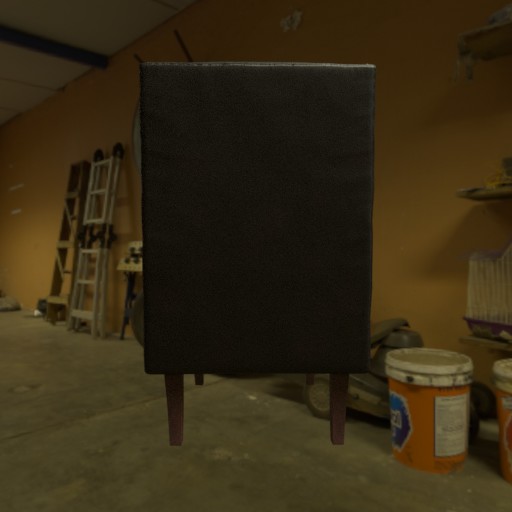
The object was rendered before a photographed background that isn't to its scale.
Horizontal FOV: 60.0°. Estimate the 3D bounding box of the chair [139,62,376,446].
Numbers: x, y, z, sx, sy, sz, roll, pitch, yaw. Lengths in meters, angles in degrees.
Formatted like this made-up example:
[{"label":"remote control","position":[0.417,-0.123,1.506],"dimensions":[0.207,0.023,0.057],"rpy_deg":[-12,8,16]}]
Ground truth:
[{"label":"chair","position":[0.000,0.000,1.653],"dimensions":[0.703,1.142,0.799],"rpy_deg":[0,0,-1]}]
